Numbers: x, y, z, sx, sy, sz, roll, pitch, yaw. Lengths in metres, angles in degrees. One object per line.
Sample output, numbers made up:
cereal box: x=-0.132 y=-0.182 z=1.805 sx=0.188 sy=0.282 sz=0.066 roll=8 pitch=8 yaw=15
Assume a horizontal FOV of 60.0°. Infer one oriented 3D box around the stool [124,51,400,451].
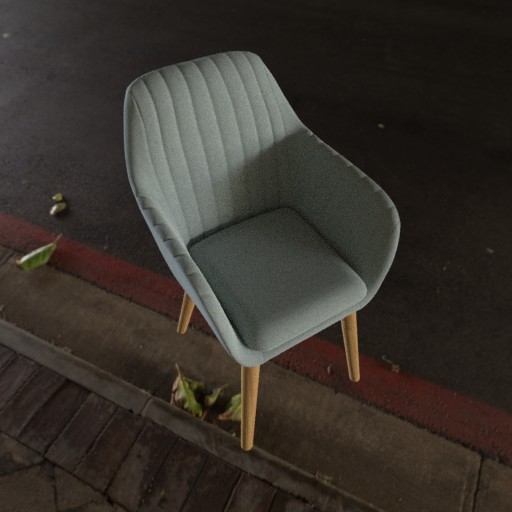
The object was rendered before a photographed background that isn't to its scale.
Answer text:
stool: x=0.000 y=0.000 z=1.180 sx=0.503 sy=0.830 sz=0.590 roll=-24 pitch=52 yaw=-21
